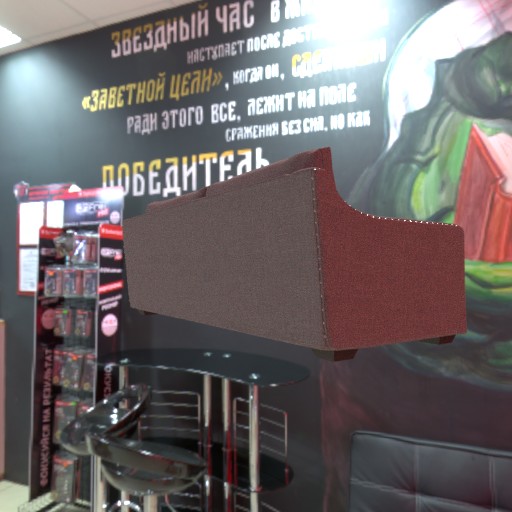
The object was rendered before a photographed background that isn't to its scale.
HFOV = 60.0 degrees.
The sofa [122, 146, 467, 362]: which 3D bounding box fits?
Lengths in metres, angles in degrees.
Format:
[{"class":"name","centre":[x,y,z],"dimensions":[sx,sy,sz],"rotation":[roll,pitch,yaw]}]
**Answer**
[{"class":"sofa","centre":[0.000,0.000,2.758],"dimensions":[1.000,0.857,2.208],"rotation":[1,-2,-34]}]
